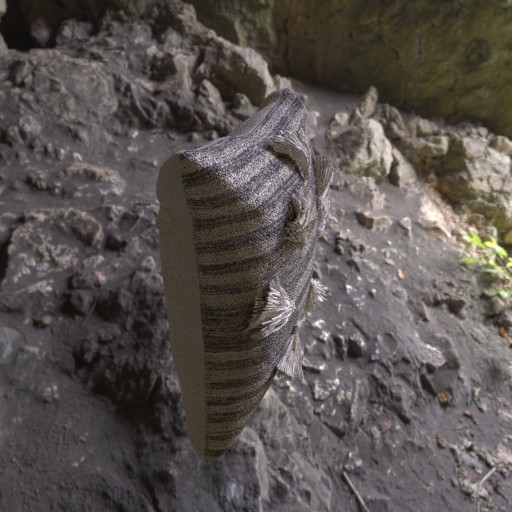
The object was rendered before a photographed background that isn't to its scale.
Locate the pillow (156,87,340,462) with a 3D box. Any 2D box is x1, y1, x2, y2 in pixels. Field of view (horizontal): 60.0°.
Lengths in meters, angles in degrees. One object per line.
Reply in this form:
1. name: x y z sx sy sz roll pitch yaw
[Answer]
1. pillow: 0.000 0.000 0.766 0.234 0.490 0.484 8 30 14
